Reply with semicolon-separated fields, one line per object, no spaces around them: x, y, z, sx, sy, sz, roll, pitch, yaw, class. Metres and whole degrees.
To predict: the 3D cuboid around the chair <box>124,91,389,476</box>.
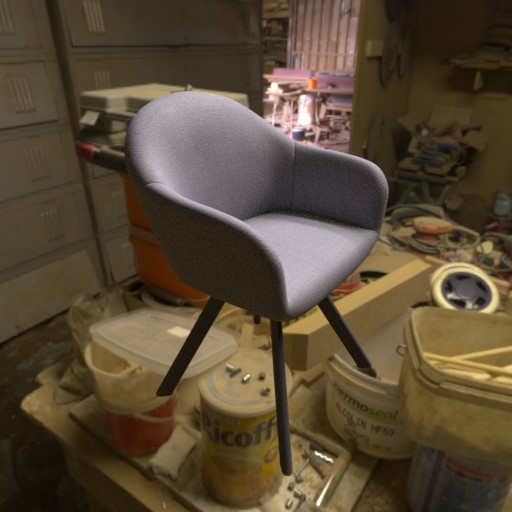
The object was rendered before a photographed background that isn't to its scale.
0.000;0.000;1.178;0.550;0.795;0.590;18;31;32;chair
